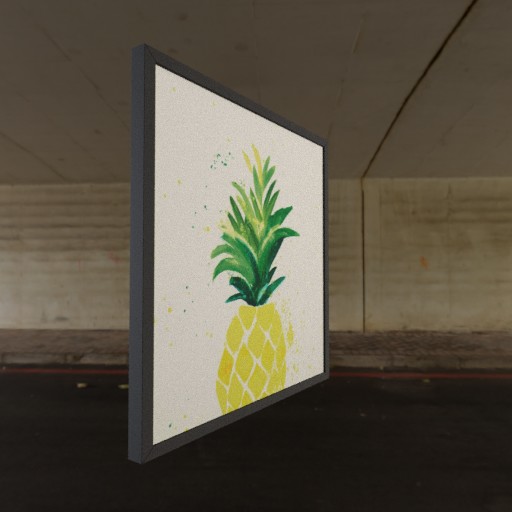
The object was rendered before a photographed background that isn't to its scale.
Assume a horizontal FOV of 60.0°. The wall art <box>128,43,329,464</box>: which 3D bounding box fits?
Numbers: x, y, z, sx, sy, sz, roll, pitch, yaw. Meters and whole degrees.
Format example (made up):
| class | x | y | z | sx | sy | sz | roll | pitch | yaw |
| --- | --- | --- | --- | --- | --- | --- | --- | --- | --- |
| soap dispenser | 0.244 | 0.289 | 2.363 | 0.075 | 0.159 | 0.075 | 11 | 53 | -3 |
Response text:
| class | x | y | z | sx | sy | sz | roll | pitch | yaw |
| --- | --- | --- | --- | --- | --- | --- | --- | --- | --- |
| wall art | 0.000 | 0.000 | 1.122 | 0.037 | 0.760 | 0.762 | -1 | -2 | 35 |
